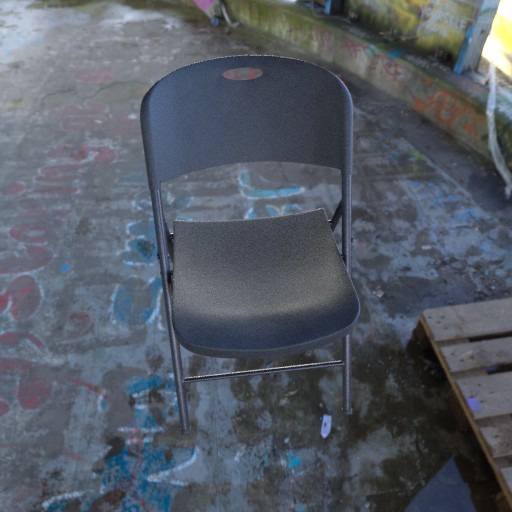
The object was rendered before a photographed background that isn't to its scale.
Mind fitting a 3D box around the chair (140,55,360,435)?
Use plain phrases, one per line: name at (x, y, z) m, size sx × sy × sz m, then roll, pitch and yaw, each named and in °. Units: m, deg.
chair at (0.000, 0.000, 1.154) m, size 0.494 × 0.810 × 0.567 m, roll -5°, pitch 47°, yaw -5°
